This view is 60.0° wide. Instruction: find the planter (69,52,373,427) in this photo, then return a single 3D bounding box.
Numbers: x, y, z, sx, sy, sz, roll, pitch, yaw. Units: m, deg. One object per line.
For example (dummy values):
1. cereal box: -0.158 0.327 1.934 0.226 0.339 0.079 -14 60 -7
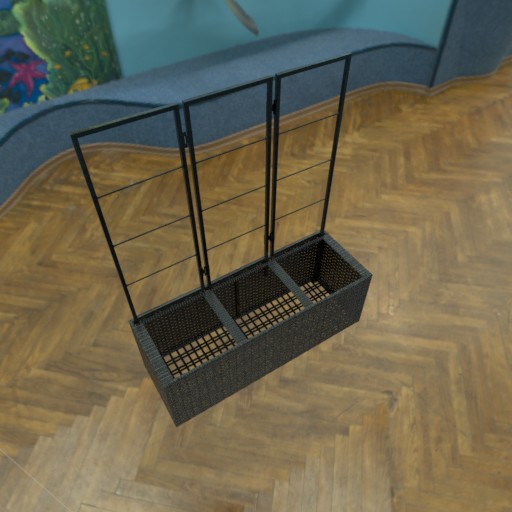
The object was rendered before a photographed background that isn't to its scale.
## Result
1. planter: 0.000 0.000 1.175 0.699 0.841 0.244 -25 51 -22
